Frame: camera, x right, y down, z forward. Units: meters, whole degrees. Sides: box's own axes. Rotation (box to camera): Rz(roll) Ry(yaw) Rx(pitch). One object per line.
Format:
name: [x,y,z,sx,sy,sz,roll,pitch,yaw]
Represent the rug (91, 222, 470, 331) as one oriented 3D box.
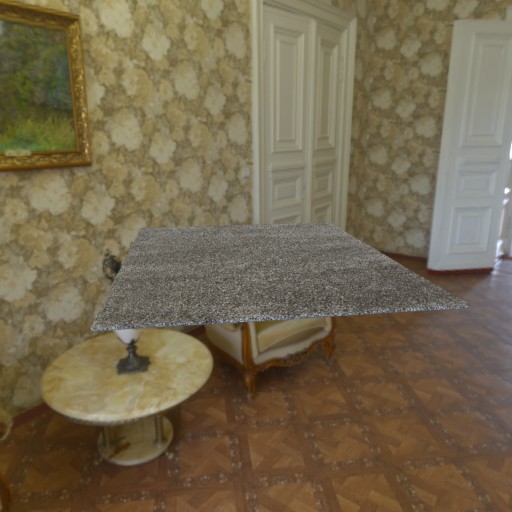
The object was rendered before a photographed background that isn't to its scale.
rug: [0.000,0.000,4.171,2.401,0.025,3.000,-2,15,-8]
